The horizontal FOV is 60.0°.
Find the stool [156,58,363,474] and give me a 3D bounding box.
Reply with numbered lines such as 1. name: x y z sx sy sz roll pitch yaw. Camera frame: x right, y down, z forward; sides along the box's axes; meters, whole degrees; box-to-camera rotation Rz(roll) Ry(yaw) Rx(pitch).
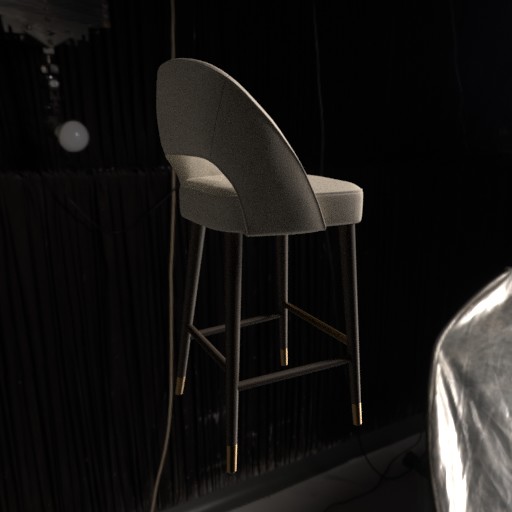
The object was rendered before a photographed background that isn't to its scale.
1. stool: 0.000 0.000 1.317 0.509 1.037 0.494 -8 16 -27
